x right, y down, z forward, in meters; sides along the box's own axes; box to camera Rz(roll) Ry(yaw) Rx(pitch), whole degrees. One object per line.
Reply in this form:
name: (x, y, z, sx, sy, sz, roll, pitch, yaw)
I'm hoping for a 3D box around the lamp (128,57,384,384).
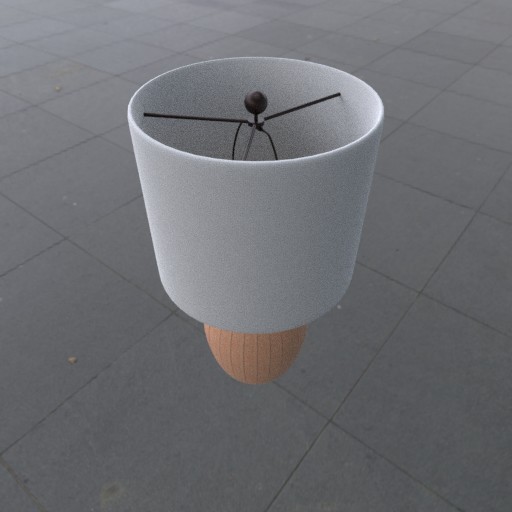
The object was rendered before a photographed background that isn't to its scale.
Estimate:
lamp: (0.000, 0.000, 0.759, 0.329, 0.570, 0.329, 0, 42, 0)
